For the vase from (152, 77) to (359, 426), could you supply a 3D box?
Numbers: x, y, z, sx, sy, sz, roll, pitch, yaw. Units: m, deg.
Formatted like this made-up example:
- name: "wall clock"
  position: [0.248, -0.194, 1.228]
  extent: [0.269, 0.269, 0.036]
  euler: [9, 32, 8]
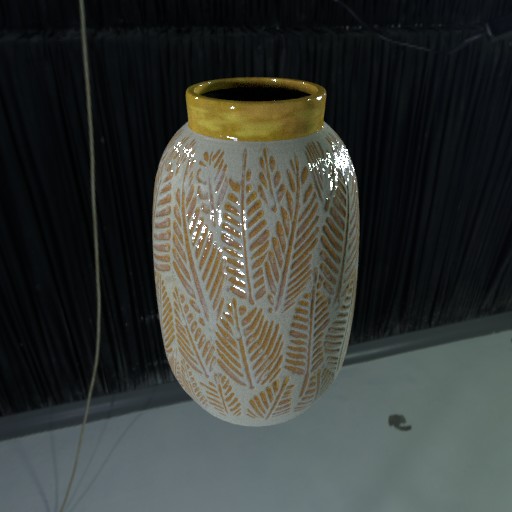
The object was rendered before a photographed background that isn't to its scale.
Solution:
- name: "vase"
  position: [0.000, 0.000, 0.375]
  extent: [0.172, 0.270, 0.172]
  euler: [0, 31, 0]
